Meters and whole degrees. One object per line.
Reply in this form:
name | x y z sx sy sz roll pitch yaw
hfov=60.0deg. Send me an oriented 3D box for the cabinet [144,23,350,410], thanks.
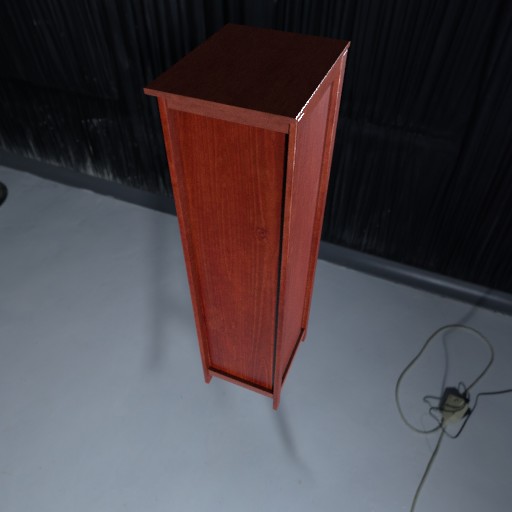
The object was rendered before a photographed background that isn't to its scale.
cabinet | 0.000 0.000 1.755 0.401 1.518 0.500 17 48 15
